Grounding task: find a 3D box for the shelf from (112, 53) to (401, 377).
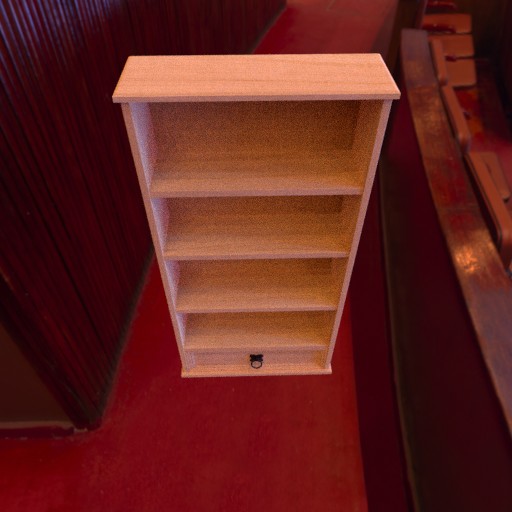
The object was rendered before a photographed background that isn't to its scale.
[{"bbox_3d":[0.000,0.000,1.229,0.520,1.030,0.175,-1,47,-1],"label":"shelf"}]
